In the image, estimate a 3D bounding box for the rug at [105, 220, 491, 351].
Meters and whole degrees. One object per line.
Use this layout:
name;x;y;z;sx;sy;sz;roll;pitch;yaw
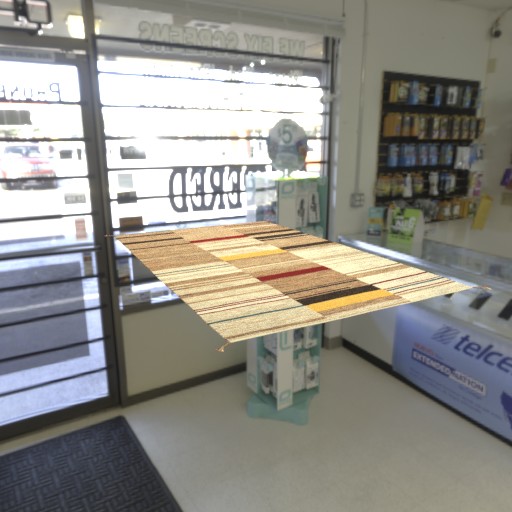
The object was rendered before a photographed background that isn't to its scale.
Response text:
rug;0.000;0.000;2.399;1.268;0.007;1.918;-8;16;-27
